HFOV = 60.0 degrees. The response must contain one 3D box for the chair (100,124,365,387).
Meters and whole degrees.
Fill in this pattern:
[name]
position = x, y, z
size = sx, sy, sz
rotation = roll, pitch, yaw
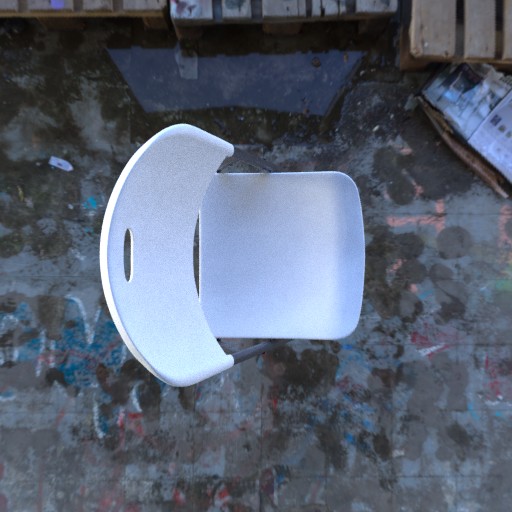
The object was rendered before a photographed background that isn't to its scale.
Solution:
[chair]
position = 0.000, 0.000, 1.163
size = 0.566, 0.810, 0.494
rotation = 0, 90, -2
